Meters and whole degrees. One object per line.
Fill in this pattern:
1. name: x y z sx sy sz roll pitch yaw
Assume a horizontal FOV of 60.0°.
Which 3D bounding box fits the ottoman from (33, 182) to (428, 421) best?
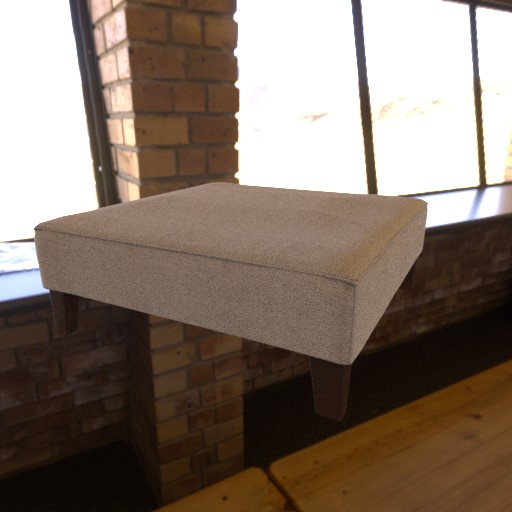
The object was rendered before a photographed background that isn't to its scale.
1. ottoman: 0.000 0.000 1.519 0.973 0.381 0.982 9 19 27
